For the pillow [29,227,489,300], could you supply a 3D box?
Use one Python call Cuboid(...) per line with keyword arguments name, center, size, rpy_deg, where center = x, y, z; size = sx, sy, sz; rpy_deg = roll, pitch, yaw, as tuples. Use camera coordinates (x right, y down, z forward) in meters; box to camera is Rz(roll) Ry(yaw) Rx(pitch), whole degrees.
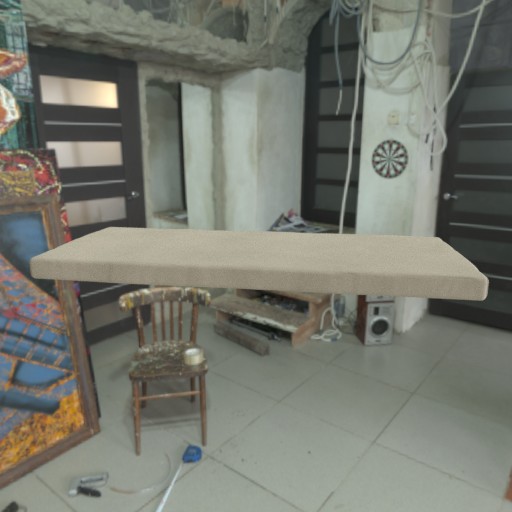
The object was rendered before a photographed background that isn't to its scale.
Cuboid(name="pillow", center=(0.000, 0.000, 1.317), size=(1.187, 0.081, 0.492), rpy_deg=(2, 15, 8))
